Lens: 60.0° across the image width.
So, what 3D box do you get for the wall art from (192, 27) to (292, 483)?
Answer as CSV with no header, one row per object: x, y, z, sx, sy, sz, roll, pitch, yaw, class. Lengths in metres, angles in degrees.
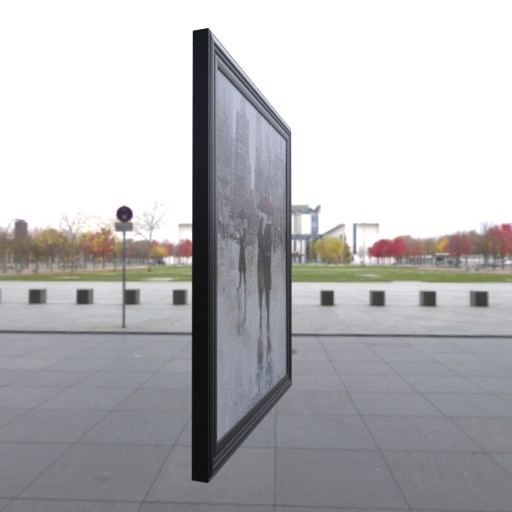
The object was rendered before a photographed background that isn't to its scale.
0.000,0.000,1.617,0.053,1.194,0.950,0,-1,18,wall art
